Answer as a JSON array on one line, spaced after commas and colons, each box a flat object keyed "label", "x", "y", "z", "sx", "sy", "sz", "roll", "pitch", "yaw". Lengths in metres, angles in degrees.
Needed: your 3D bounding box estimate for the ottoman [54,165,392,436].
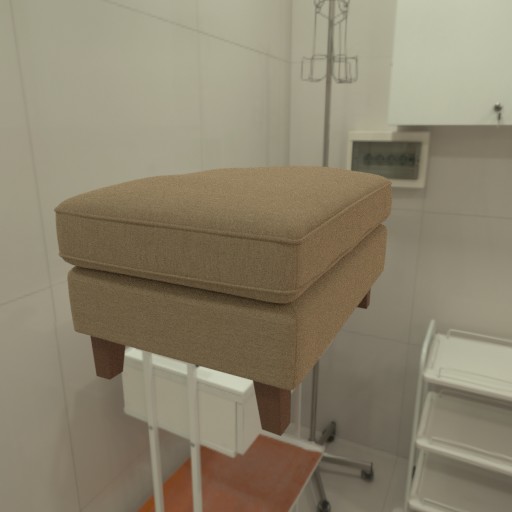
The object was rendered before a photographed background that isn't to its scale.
[{"label": "ottoman", "x": 0.000, "y": 0.000, "z": 1.340, "sx": 0.636, "sy": 0.521, "sz": 0.945, "roll": 8, "pitch": 18, "yaw": 26}]
